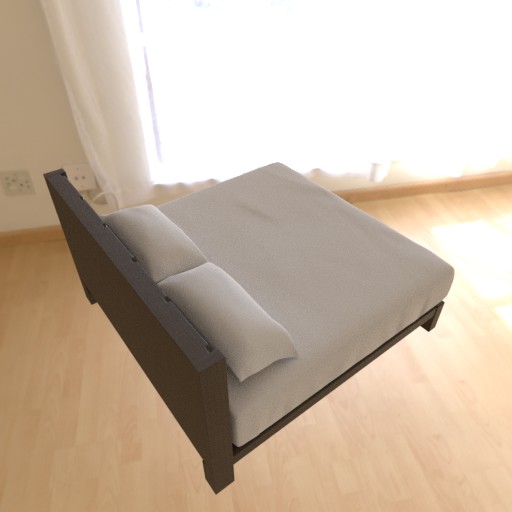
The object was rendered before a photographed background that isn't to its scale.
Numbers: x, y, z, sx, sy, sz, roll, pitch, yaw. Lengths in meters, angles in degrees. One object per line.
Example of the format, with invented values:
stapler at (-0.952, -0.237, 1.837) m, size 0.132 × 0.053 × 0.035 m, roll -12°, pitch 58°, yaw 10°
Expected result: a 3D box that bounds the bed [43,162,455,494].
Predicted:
bed at (0.000, 0.000, 3.474) m, size 2.238 × 1.261 × 2.143 m, roll -26°, pitch 47°, yaw -28°
